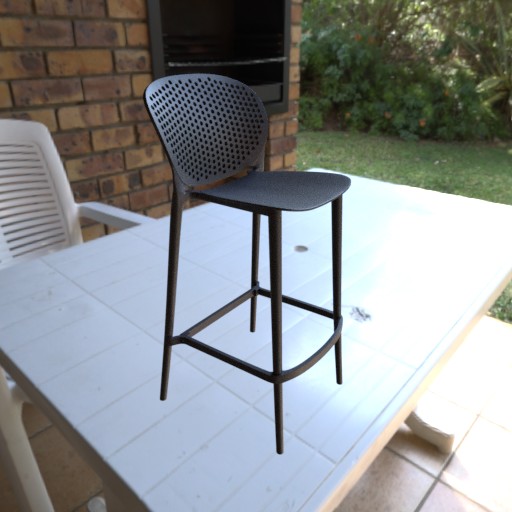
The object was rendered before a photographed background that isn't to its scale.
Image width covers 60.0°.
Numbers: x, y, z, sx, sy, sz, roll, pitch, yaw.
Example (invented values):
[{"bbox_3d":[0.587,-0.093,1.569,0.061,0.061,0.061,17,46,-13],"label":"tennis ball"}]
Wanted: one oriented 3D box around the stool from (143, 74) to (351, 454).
[{"bbox_3d":[0.000,0.000,1.399,0.535,1.045,0.536,18,31,33],"label":"stool"}]
